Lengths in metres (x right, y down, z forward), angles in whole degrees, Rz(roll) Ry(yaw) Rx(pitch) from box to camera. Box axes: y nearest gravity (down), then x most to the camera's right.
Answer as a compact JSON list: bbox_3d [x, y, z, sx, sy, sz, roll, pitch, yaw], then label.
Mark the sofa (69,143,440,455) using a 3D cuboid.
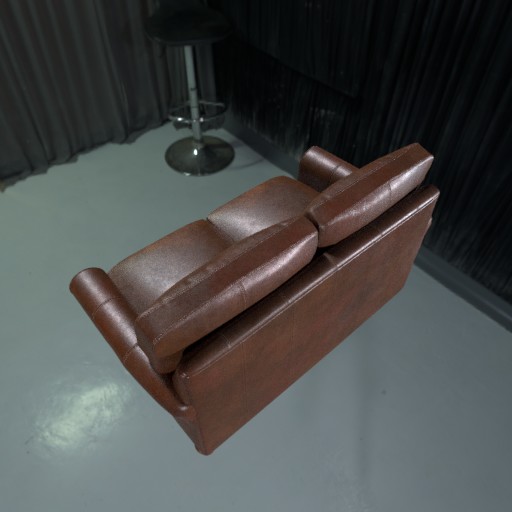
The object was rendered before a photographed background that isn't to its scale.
[{"bbox_3d":[0.000,0.000,2.196,1.616,0.976,0.990,-33,55,-27],"label":"sofa"}]
